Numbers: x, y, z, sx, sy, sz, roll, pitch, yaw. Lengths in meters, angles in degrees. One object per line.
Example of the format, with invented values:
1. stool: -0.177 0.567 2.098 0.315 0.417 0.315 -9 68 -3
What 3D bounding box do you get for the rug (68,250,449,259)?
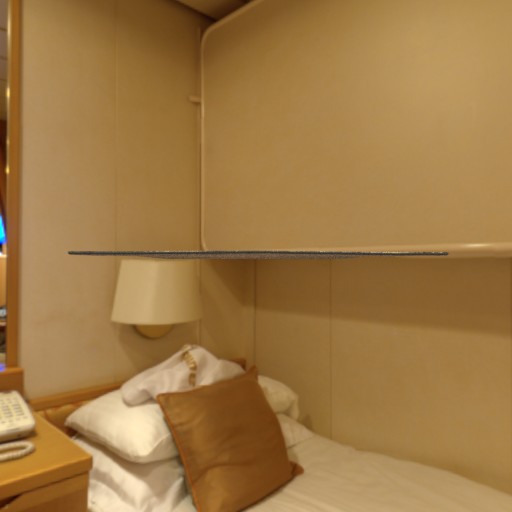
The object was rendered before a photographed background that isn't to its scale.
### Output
1. rug: 0.000 0.000 3.047 1.624 0.030 2.349 0 -1 -1
